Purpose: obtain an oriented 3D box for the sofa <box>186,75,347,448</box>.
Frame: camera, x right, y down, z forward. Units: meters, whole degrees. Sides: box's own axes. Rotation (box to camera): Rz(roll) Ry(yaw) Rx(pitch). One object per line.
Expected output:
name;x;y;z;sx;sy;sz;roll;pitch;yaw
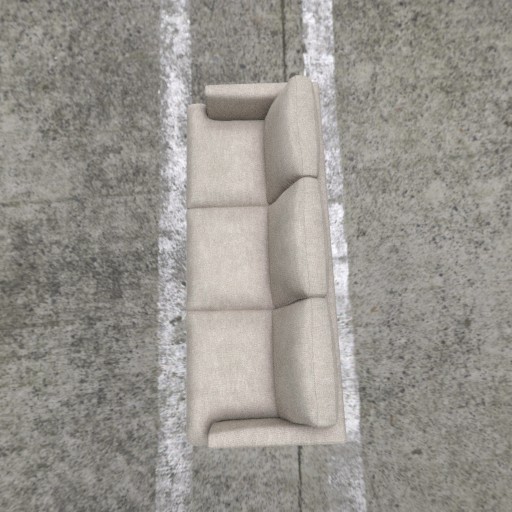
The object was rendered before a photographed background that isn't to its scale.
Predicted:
sofa;0.000;0.000;2.829;0.903;0.930;2.246;-2;76;0
